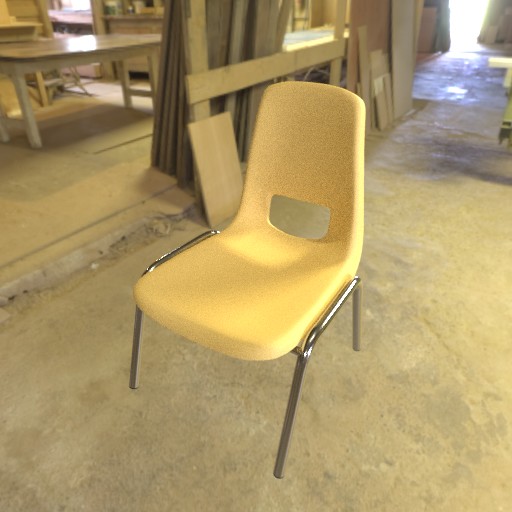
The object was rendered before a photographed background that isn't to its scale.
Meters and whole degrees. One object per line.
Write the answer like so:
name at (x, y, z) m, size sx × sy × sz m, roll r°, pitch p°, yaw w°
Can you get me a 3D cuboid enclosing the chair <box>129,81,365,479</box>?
chair at (0.000, 0.000, 0.793) m, size 0.354 × 0.536 × 0.385 m, roll 19°, pitch 35°, yaw 29°
